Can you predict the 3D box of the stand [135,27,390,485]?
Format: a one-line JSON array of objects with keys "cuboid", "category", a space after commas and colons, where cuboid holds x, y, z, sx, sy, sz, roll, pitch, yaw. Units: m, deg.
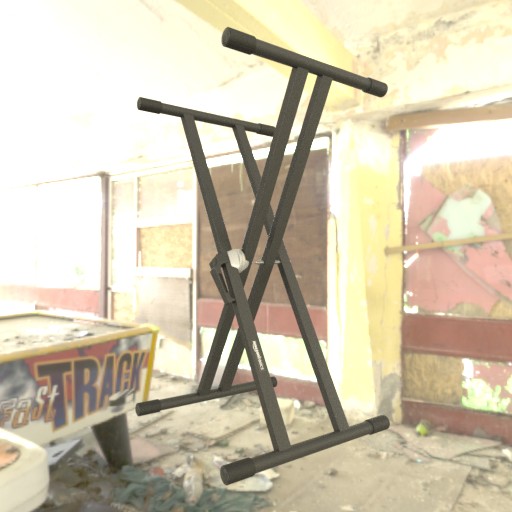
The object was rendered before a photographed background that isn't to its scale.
[{"cuboid": [0.000, 0.000, 1.203, 0.495, 0.900, 0.503, 0, 0, -36], "category": "stand"}]
